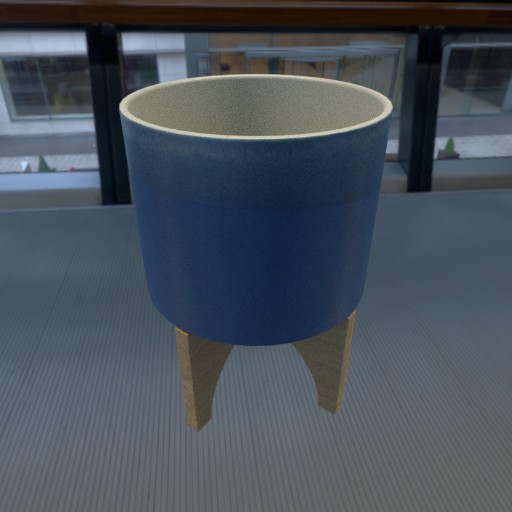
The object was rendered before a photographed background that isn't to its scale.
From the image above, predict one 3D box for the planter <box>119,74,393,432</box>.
[{"bbox_3d":[0.000,0.000,0.533,0.261,0.367,0.261,0,32,0],"label":"planter"}]
